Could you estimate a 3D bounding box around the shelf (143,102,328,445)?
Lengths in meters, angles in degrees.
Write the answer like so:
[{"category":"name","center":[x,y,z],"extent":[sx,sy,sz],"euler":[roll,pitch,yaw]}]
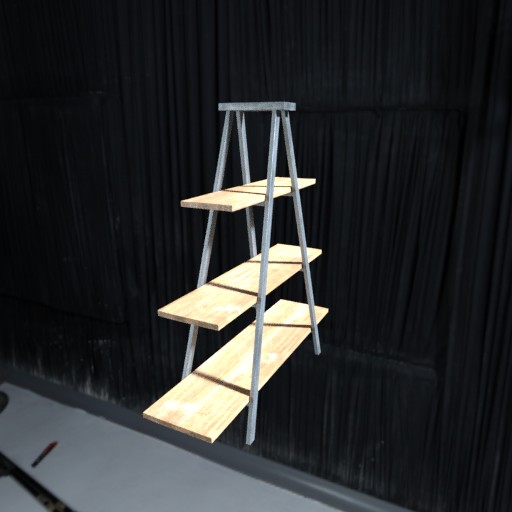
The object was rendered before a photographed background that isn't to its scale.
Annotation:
[{"category":"shelf","center":[0.000,0.000,2.769],"extent":[0.508,1.808,1.746],"euler":[8,19,26]}]
